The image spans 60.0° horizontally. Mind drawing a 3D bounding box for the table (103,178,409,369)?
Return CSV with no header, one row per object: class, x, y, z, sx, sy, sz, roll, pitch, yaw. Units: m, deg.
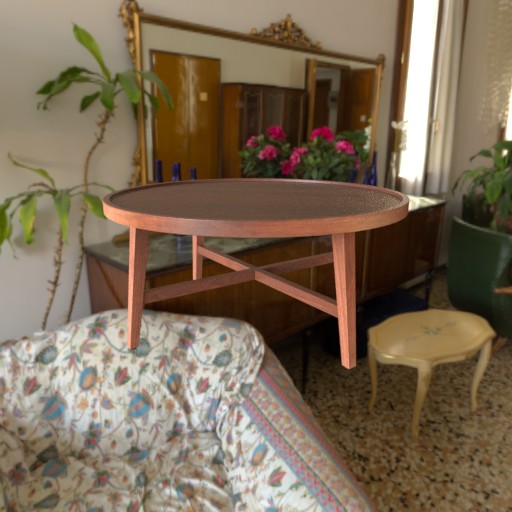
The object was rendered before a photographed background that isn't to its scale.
table,0.000,0.000,1.266,0.800,0.360,0.800,0,16,0
